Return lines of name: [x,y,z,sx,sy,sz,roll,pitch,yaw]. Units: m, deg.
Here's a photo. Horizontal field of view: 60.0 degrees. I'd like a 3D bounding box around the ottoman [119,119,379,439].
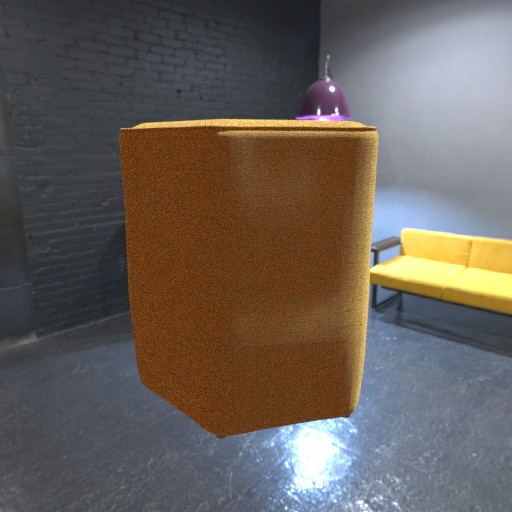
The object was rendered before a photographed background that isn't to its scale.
ottoman: [0.000,0.000,0.879,0.443,0.502,0.494,-14,20,-43]
